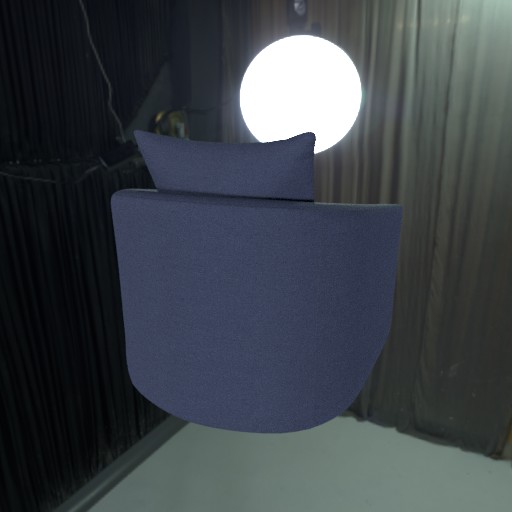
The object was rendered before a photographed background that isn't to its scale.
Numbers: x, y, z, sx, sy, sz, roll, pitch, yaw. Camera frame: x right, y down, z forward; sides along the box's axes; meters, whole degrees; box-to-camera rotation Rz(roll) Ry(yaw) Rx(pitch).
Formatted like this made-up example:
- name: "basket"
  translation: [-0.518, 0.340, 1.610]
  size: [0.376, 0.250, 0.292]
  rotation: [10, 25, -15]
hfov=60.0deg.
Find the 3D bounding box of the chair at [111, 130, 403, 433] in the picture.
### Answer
- name: "chair"
  translation: [0.000, 0.000, 1.554]
  size: [0.845, 0.848, 0.910]
  rotation: [8, 17, 26]
